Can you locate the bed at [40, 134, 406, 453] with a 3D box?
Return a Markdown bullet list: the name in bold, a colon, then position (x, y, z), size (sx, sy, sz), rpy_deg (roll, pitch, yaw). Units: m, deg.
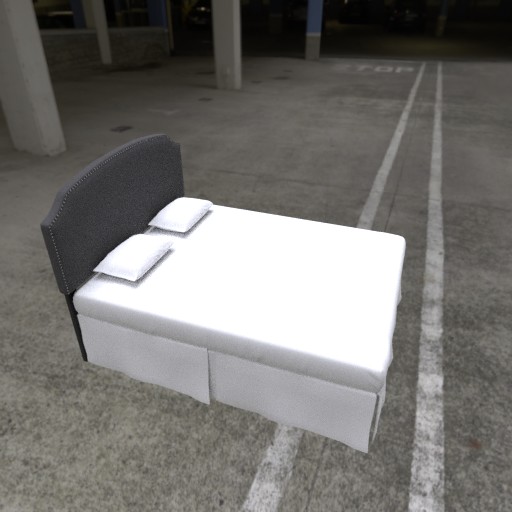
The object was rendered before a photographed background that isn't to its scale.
- **bed**: position (0.000, 0.000, 2.997), size (1.999, 1.270, 1.558), rpy_deg (11, 34, 17)
